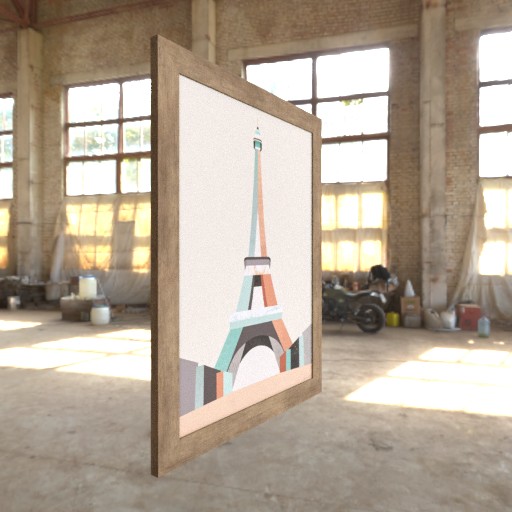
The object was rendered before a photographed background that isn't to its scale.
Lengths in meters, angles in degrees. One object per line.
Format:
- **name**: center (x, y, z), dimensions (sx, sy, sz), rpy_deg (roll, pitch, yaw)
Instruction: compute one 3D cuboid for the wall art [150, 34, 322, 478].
- **wall art**: center (0.000, 0.000, 0.905), dimensions (0.018, 0.686, 0.534), rpy_deg (0, 0, 36)
